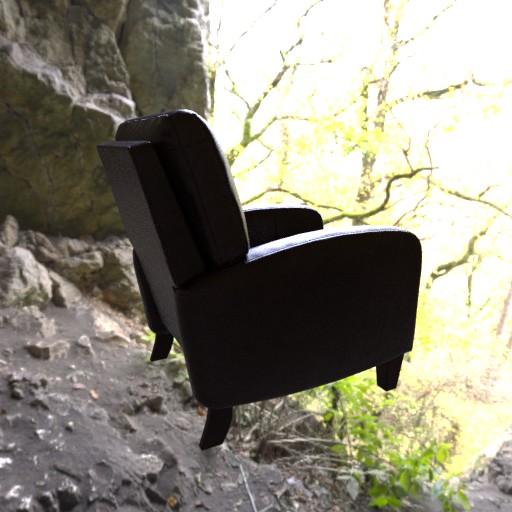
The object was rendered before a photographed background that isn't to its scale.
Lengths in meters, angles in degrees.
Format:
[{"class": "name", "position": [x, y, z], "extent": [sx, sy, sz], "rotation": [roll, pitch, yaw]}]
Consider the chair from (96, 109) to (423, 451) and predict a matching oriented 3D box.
[{"class": "chair", "position": [0.000, 0.000, 1.651], "extent": [0.990, 0.990, 0.762], "rotation": [-7, 16, -26]}]
